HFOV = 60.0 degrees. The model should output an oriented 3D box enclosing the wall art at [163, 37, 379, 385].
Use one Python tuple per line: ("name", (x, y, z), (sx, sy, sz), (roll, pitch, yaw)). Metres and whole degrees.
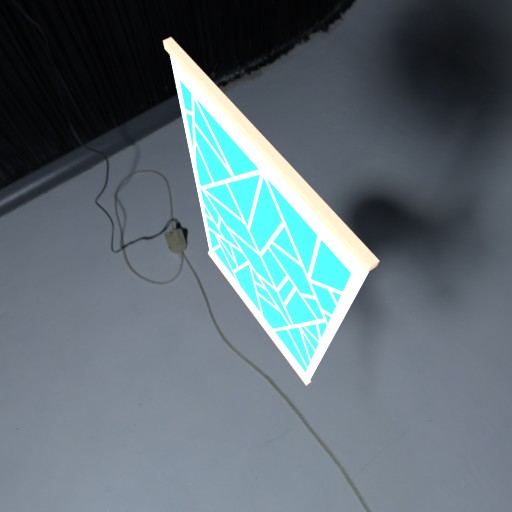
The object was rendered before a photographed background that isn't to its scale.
("wall art", (0.000, 0.000, 1.930), (0.030, 1.519, 0.990), (-32, 68, -15))
